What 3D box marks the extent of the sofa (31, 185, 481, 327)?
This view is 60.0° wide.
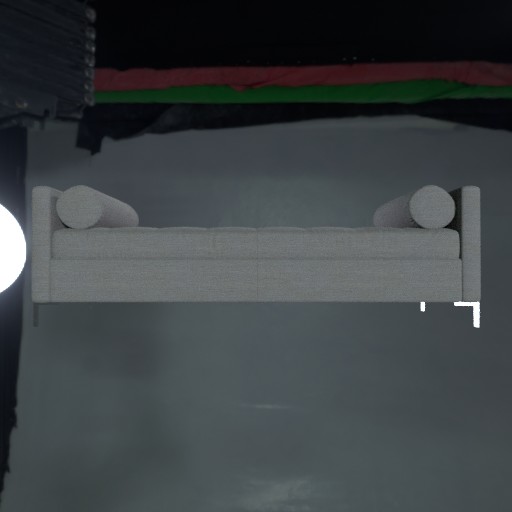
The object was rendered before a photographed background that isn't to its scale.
[{"bbox_3d":[0.000,0.000,2.284,1.981,0.635,0.686,0,-1,0],"label":"sofa"}]
